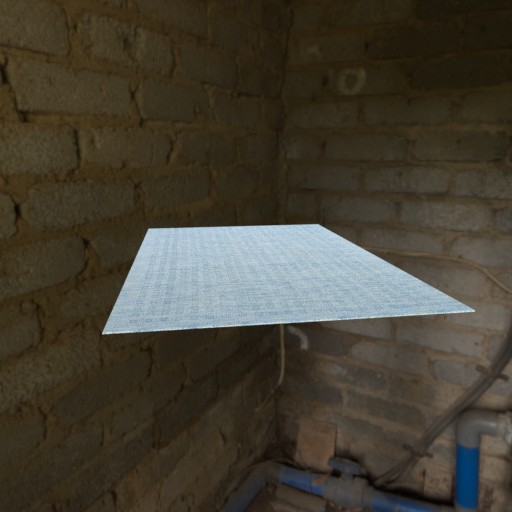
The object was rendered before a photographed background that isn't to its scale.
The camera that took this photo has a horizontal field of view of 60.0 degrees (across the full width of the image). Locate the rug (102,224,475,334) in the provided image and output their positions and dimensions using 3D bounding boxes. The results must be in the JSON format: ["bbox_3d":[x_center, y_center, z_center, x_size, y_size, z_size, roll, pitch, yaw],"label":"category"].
[{"bbox_3d":[0.000,0.000,2.864,1.522,0.006,2.286,-2,14,-9],"label":"rug"}]
